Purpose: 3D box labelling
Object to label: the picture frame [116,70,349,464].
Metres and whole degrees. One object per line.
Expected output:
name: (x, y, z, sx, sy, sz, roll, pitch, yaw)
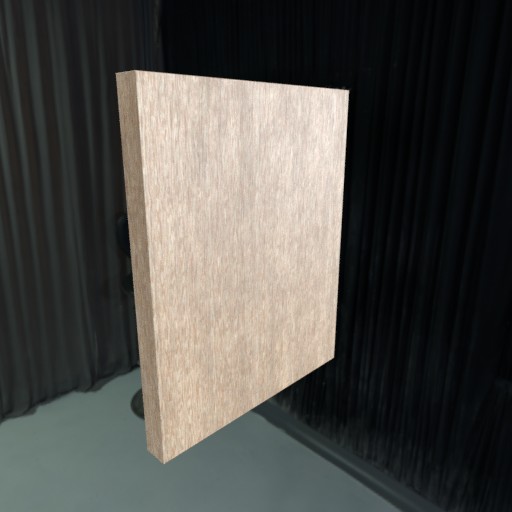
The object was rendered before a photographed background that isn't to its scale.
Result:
picture frame: (0.000, 0.000, 0.723, 0.043, 0.526, 0.424, 16, 23, 42)
